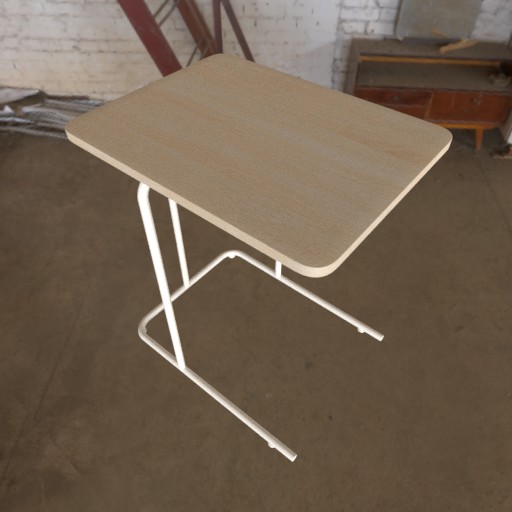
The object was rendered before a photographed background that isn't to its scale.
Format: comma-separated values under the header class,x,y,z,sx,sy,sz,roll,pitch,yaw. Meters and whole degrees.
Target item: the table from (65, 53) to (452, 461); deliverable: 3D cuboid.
class,x,y,z,sx,sy,sz,roll,pitch,yaw
table,0.000,0.000,0.865,0.480,0.550,0.370,30,53,26
